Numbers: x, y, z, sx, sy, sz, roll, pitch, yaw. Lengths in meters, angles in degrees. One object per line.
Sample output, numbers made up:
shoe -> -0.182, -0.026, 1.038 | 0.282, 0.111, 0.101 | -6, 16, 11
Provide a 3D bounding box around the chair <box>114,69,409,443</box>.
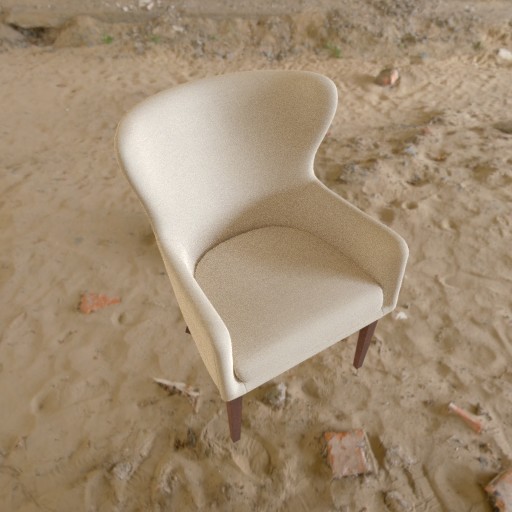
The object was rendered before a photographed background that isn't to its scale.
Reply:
chair -> 0.000, 0.000, 1.501 | 0.696, 0.990, 0.744 | -24, 50, -21
